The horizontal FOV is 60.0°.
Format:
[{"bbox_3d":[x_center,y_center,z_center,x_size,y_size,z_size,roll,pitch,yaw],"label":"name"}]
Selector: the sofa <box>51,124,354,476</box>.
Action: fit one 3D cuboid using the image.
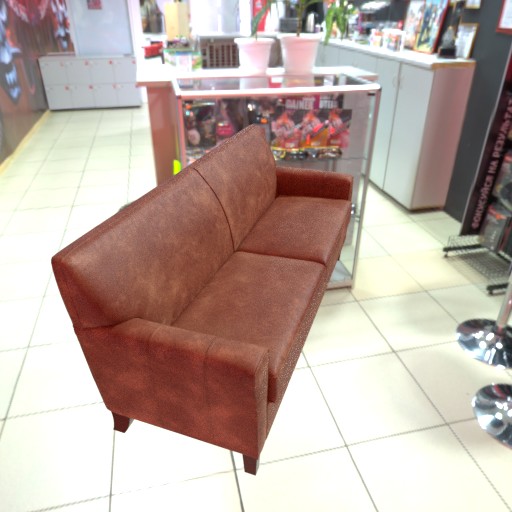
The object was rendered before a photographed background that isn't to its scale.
[{"bbox_3d":[0.000,0.000,2.481,0.805,0.947,2.053,10,32,17],"label":"sofa"}]
